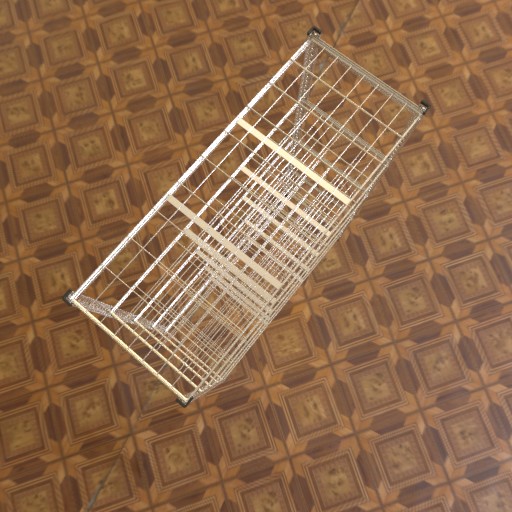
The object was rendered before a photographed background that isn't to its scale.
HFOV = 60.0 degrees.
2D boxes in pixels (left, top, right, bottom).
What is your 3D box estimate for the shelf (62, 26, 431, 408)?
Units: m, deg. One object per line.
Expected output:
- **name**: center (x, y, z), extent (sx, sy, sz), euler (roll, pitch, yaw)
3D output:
- **shelf**: center (0.000, 0.000, 2.682), extent (0.610, 1.981, 1.524), euler (39, 80, 8)
